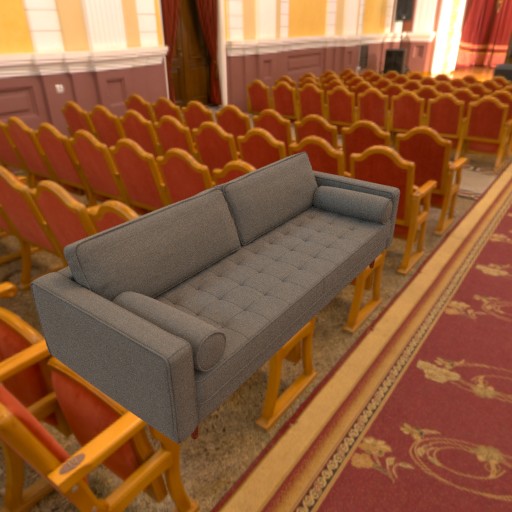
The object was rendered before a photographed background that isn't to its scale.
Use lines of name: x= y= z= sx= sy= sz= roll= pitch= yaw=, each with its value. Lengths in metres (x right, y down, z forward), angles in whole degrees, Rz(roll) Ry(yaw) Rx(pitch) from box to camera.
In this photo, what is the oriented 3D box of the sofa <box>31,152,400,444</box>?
sofa: x=0.000 y=0.000 z=2.598 sx=0.914 sy=0.762 sz=2.198 roll=19 pitch=33 yaw=32
